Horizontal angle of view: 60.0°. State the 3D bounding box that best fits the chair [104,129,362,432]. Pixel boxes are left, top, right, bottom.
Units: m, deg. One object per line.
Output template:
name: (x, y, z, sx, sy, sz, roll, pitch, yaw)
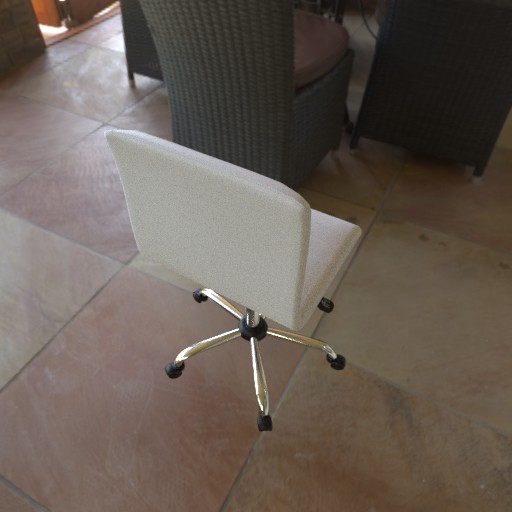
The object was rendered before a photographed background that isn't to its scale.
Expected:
chair: (0.000, 0.000, 1.039, 0.520, 0.750, 0.455, 24, 51, 21)
